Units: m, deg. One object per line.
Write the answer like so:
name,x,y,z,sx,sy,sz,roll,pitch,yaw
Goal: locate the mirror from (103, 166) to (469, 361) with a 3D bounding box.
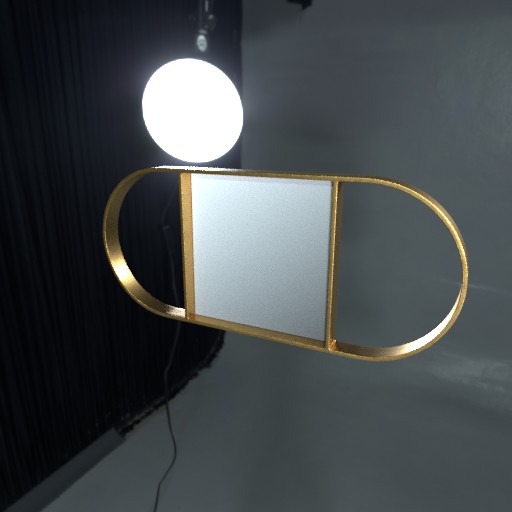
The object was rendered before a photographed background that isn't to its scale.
mirror,0.000,0.000,0.673,0.584,0.254,0.032,8,18,25
